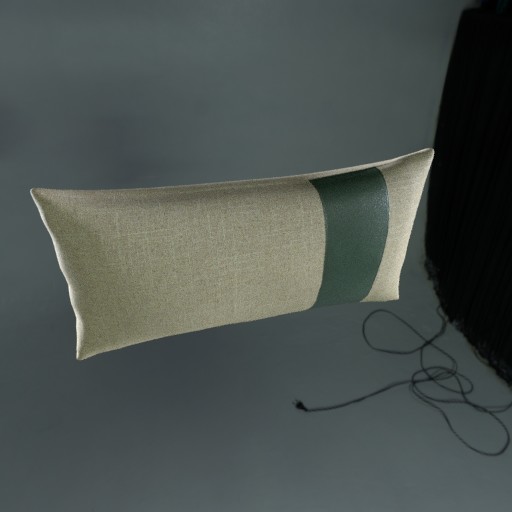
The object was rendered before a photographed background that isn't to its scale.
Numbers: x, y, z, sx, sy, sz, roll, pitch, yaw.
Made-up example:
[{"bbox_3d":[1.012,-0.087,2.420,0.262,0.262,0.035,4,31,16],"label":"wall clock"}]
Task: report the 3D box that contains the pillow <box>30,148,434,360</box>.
[{"bbox_3d":[0.000,0.000,1.020,0.859,0.429,0.197,-9,32,-14],"label":"pillow"}]
